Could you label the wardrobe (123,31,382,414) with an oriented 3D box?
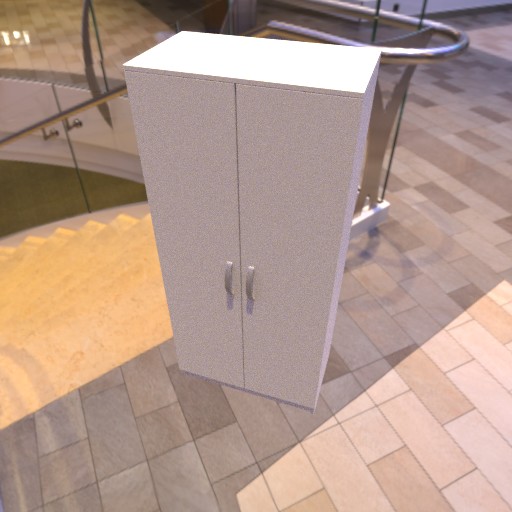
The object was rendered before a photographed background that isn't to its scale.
[{"bbox_3d":[0.000,0.000,2.004,0.760,1.700,0.470,12,42,14],"label":"wardrobe"}]
